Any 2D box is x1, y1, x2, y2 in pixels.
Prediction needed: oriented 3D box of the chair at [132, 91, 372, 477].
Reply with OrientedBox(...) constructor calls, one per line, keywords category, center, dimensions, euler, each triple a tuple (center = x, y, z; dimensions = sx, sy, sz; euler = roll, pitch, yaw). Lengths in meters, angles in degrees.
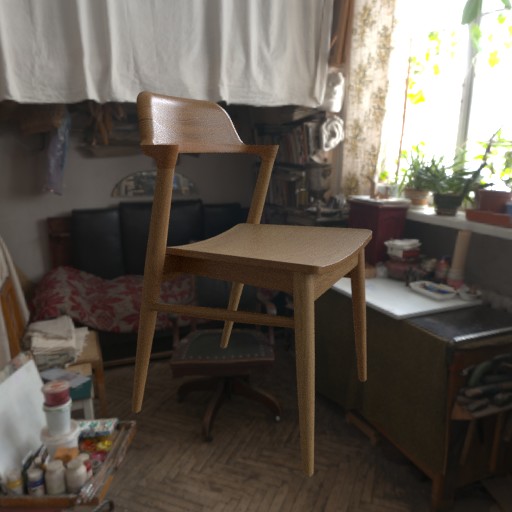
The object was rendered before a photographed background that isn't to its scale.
OrientedBox(category="chair", center=(0.000, 0.000, 1.129), dimensions=(0.499, 0.792, 0.512), euler=(7, 16, 27))
